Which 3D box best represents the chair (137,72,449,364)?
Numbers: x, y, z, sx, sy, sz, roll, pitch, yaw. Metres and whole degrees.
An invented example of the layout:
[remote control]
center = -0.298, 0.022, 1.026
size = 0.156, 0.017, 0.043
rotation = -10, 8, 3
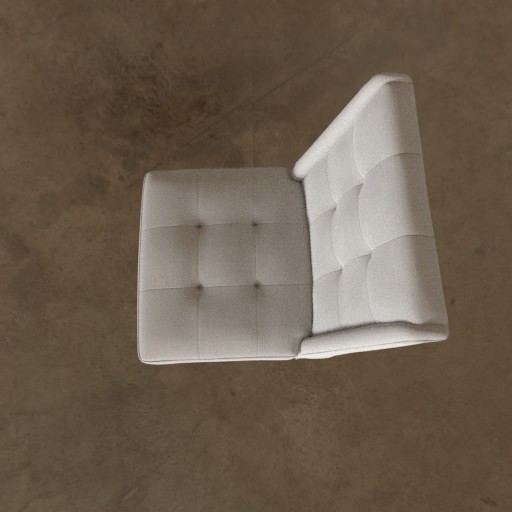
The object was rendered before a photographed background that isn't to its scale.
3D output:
[chair]
center = 0.000, 0.000, 1.248
size = 0.676, 0.853, 0.569
rotation = -2, 75, -1
